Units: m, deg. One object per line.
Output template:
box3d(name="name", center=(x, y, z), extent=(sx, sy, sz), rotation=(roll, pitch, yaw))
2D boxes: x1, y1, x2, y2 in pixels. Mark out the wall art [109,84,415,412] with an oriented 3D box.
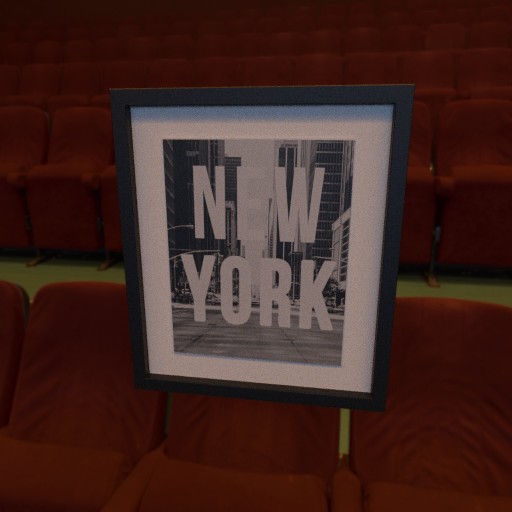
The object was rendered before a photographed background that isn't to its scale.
box3d(name="wall art", center=(0.000, 0.000, 0.534), extent=(0.328, 0.381, 0.028), rotation=(3, 16, 9))
